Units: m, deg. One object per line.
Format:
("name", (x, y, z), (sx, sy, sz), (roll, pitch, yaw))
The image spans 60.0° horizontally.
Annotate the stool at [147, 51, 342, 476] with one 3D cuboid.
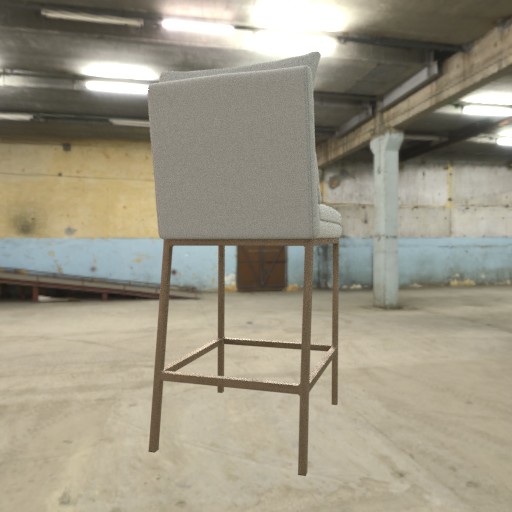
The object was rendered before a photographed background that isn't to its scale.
("stool", (0.000, 0.000, 1.352), (0.463, 1.032, 0.572), (0, 0, 17))
